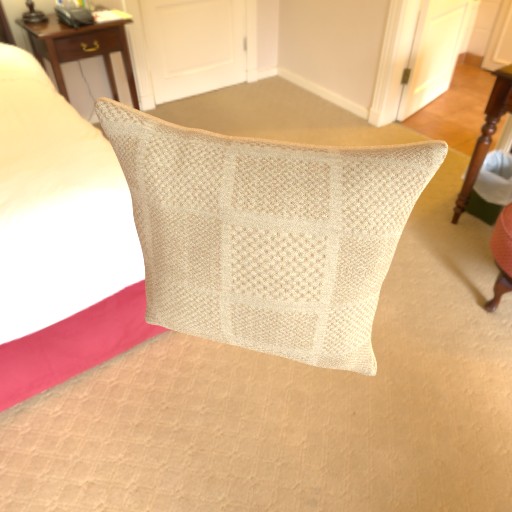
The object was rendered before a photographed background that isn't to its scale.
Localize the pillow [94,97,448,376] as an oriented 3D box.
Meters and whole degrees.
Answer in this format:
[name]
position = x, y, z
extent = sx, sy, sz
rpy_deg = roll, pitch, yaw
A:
[pillow]
position = 0.000, 0.000, 0.667
extent = 0.436, 0.432, 0.138
rpy_deg = 11, 43, 12
